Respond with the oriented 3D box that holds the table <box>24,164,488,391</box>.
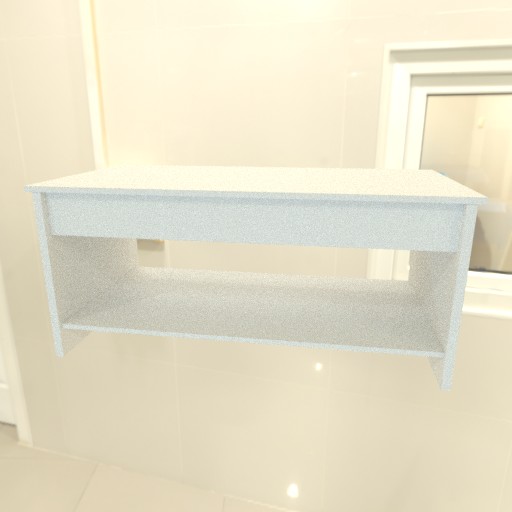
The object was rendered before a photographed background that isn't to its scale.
[{"bbox_3d":[0.000,0.000,1.242,1.000,0.441,0.500,3,17,9],"label":"table"}]
